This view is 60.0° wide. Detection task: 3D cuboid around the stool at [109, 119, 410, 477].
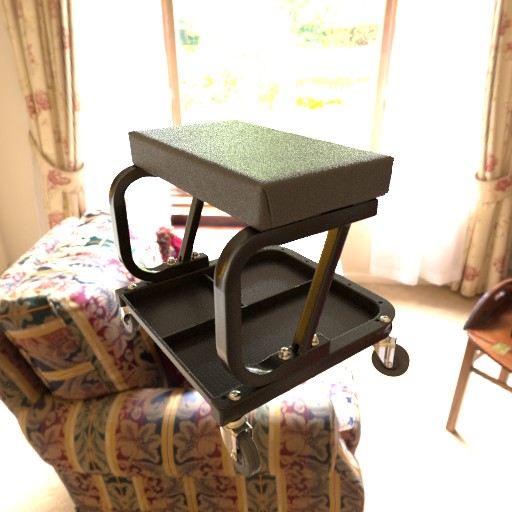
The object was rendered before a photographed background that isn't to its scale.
[{"bbox_3d":[0.000,0.000,0.730,0.371,0.380,0.446,-18,31,-32],"label":"stool"}]
